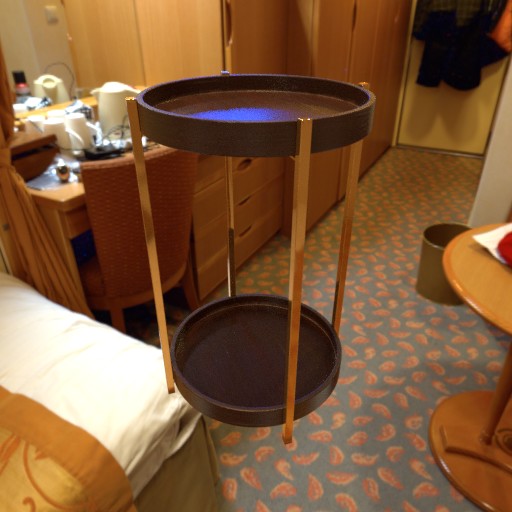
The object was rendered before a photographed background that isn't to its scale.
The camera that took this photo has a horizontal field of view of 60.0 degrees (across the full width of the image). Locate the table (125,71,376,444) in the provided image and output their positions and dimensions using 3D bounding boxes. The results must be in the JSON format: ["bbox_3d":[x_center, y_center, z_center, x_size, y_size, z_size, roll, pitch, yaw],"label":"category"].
[{"bbox_3d":[0.000,0.000,0.855,0.400,0.610,0.400,-9,32,-15],"label":"table"}]
